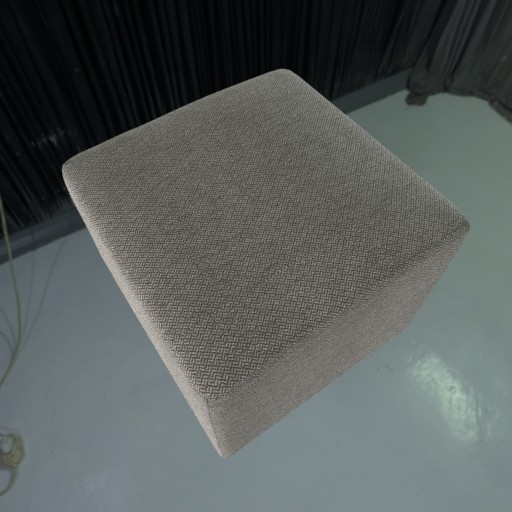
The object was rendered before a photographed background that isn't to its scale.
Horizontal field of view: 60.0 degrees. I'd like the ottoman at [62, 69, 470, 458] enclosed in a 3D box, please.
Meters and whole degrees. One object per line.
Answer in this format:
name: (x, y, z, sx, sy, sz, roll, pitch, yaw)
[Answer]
ottoman: (0.000, 0.000, 0.898, 0.512, 0.453, 0.519, -30, 62, -18)
